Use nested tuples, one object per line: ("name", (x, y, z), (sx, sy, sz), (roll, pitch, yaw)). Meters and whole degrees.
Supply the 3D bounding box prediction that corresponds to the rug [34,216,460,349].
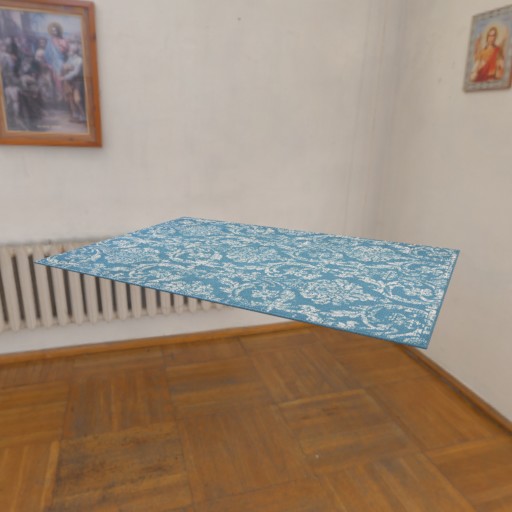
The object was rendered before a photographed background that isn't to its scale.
("rug", (0.000, 0.000, 3.412), (2.746, 0.018, 1.816), (9, 19, 27))
